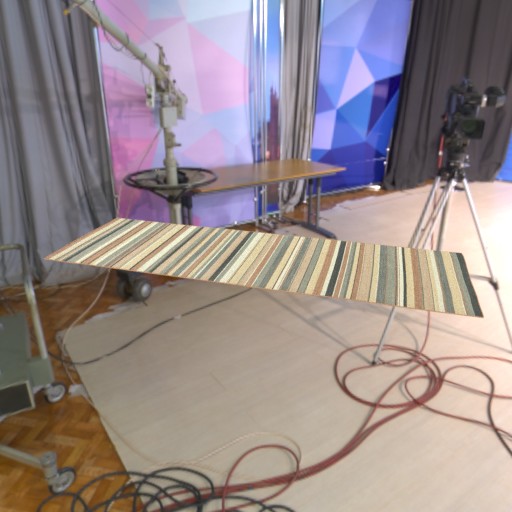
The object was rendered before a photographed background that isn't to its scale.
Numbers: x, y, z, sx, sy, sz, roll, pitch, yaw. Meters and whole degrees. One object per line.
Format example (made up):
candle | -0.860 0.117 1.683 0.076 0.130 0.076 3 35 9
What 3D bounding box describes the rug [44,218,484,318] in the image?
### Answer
rug | 0.000 0.000 2.713 2.444 0.010 0.799 7 25 15
